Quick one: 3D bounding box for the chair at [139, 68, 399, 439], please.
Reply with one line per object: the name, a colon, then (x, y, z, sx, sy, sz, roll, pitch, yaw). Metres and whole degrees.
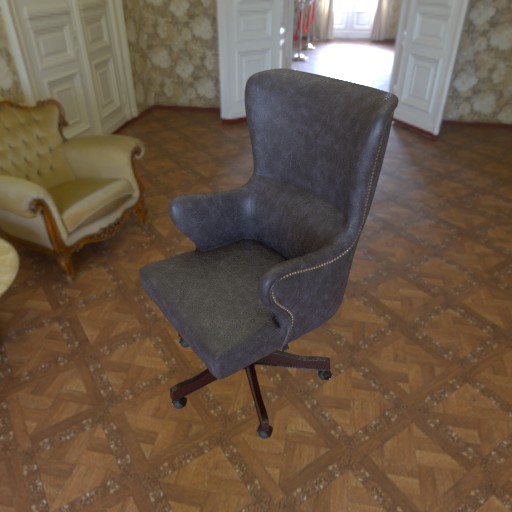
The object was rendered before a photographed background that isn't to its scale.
chair: (0.000, 0.000, 1.463, 0.717, 1.037, 0.594, -21, 38, -29)
